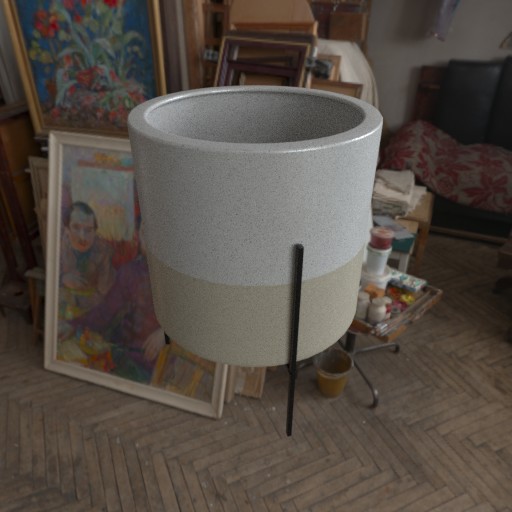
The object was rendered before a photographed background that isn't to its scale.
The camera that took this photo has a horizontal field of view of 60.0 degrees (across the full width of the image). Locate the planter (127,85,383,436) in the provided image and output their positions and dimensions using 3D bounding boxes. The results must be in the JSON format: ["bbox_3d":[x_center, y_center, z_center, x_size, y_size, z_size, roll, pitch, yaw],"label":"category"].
[{"bbox_3d":[0.000,0.000,0.754,0.359,0.484,0.368,-9,33,-15],"label":"planter"}]
